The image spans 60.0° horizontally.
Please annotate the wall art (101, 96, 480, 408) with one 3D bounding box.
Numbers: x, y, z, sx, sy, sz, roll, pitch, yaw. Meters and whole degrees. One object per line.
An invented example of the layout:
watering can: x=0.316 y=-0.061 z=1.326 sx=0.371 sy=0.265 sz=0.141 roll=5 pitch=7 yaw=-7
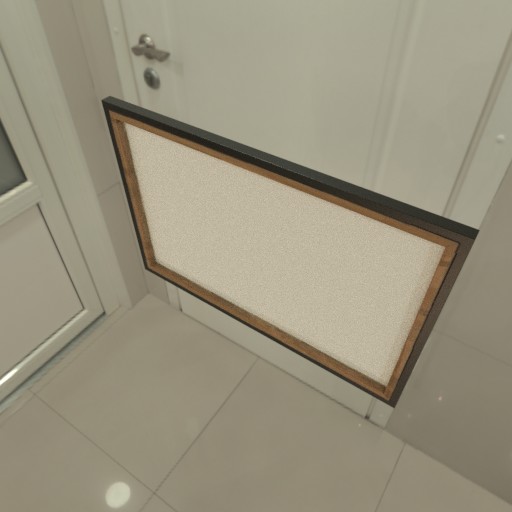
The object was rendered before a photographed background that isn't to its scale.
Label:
wall art: x=0.000 y=0.000 z=0.834 sx=0.659 sy=0.446 sz=0.022 roll=26 pitch=50 yaw=23
